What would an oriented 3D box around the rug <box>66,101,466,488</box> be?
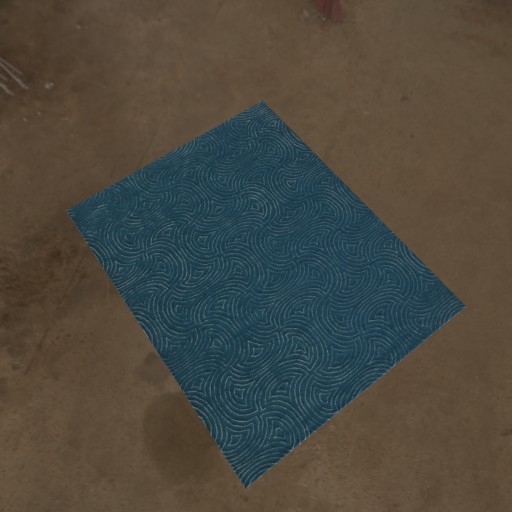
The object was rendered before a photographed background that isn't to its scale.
[{"bbox_3d":[0.000,0.000,4.173,2.432,0.012,3.033,-34,69,-15],"label":"rug"}]
